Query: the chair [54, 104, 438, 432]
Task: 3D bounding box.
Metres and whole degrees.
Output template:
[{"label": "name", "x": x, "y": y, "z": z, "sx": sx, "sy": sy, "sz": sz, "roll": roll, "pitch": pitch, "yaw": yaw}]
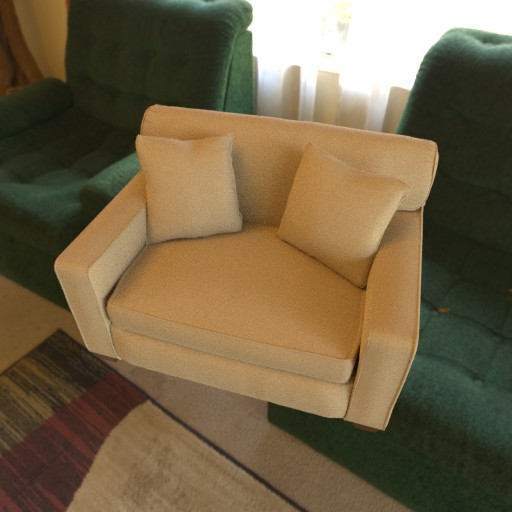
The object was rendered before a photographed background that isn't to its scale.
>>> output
[{"label": "chair", "x": 0.000, "y": 0.000, "z": 2.004, "sx": 1.383, "sy": 0.948, "sz": 1.000, "roll": 11, "pitch": 43, "yaw": 12}]
